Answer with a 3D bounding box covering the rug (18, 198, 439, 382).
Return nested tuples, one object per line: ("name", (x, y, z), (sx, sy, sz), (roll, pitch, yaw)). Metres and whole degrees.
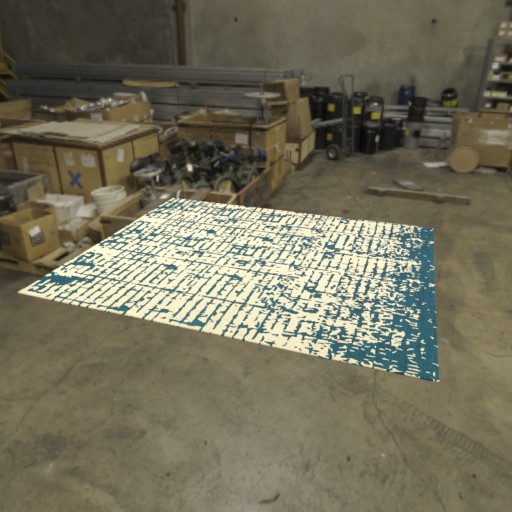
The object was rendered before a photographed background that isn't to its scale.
("rug", (0.000, 0.000, 3.963), (3.017, 0.014, 2.416), (9, 27, 17))
